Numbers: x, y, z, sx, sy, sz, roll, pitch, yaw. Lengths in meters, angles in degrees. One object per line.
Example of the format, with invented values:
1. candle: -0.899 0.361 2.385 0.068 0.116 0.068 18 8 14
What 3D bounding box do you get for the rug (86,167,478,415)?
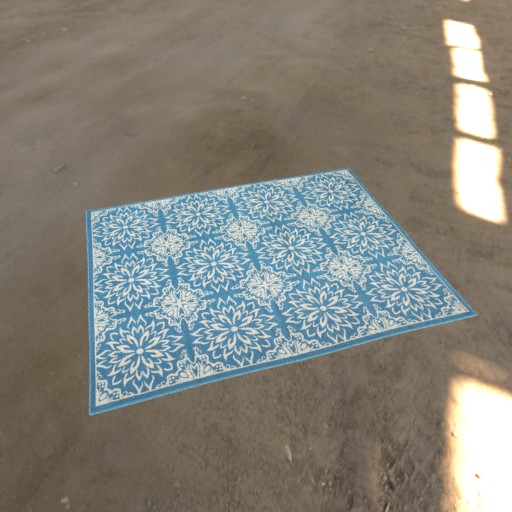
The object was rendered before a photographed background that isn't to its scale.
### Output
1. rug: 0.000 0.000 4.031 2.964 0.018 2.350 -11 43 -12
